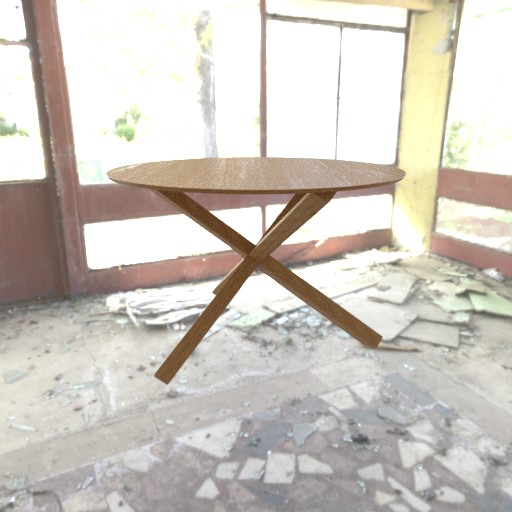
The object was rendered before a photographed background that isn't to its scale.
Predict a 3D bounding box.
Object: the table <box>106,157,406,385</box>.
[{"bbox_3d":[0.000,0.000,1.706,1.038,0.666,1.038,0,17,0],"label":"table"}]
